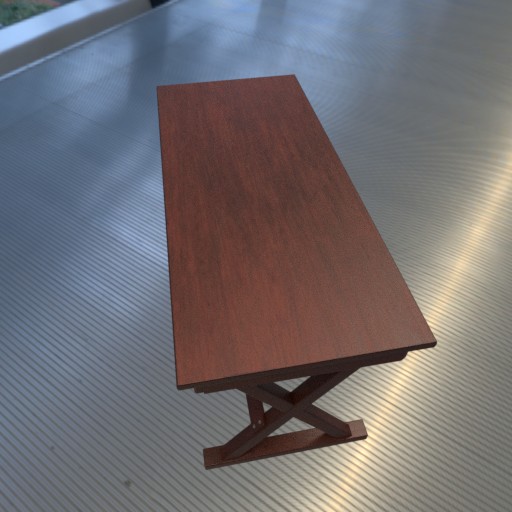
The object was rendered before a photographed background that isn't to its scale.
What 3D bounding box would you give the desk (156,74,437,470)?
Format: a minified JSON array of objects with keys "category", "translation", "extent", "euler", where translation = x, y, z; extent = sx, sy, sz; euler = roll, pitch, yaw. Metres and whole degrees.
[{"category":"desk","translation":[0.000,0.000,1.718],"extent":[0.600,0.761,1.372],"euler":[-8,48,-7]}]
